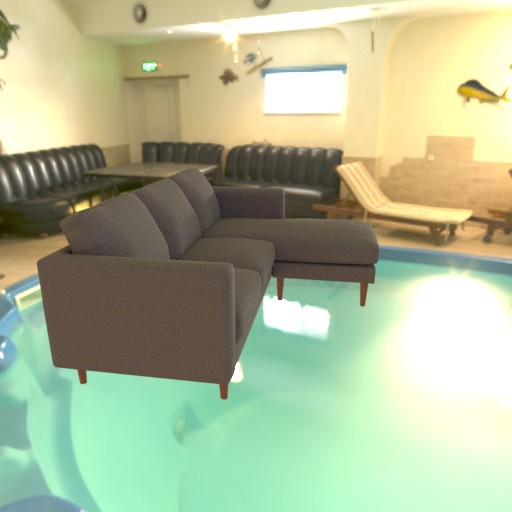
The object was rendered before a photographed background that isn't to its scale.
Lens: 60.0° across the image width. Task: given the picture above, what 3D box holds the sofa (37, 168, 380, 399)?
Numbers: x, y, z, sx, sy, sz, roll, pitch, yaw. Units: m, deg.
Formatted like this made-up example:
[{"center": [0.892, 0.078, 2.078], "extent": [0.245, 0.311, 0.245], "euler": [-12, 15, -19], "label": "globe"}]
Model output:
[{"center": [0.000, 0.000, 2.802], "extent": [1.591, 0.897, 2.031], "euler": [3, 18, 9], "label": "sofa"}]
